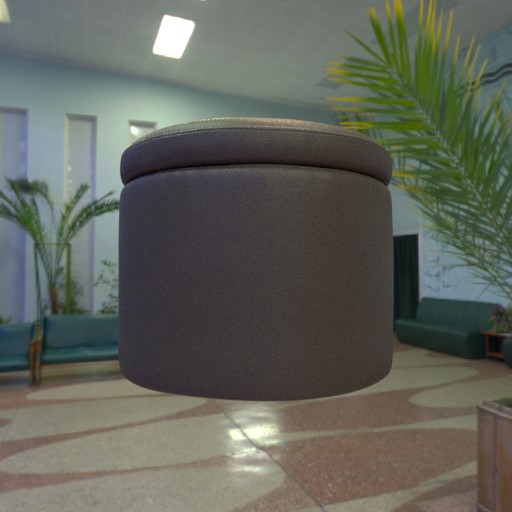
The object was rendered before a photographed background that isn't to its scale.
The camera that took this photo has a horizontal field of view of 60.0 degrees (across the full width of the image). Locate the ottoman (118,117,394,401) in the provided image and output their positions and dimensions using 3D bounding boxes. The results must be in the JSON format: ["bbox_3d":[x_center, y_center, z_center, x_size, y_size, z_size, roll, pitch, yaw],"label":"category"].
[{"bbox_3d":[0.000,0.000,0.843,0.500,0.409,0.500,0,-2,0],"label":"ottoman"}]
